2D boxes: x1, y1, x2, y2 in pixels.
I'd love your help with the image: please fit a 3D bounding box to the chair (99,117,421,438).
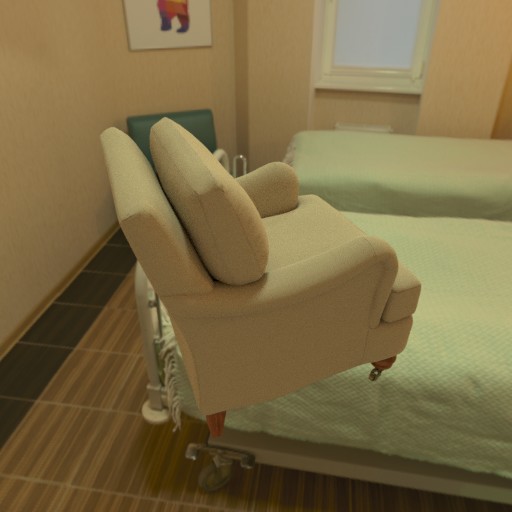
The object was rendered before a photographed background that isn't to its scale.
[{"bbox_3d":[0.000,0.000,1.877,1.070,1.038,0.955,-11,33,-17],"label":"chair"}]
